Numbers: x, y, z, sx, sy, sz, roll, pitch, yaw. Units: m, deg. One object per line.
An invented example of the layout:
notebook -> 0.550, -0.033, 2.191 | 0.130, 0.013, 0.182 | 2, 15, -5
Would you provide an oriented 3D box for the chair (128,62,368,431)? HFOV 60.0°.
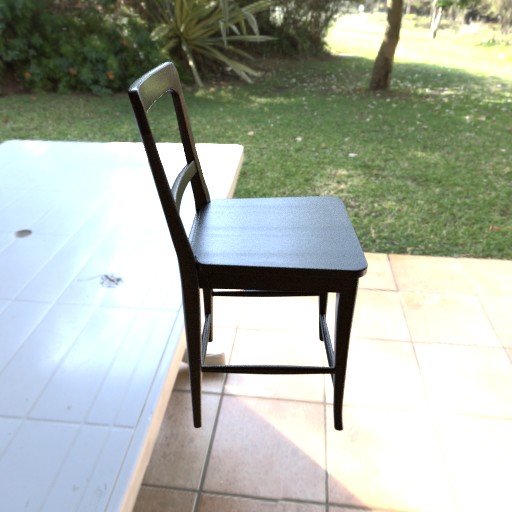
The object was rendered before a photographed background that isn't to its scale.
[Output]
chair -> 0.000, 0.000, 1.285 | 0.546, 0.991, 0.450 | 0, 31, 0
